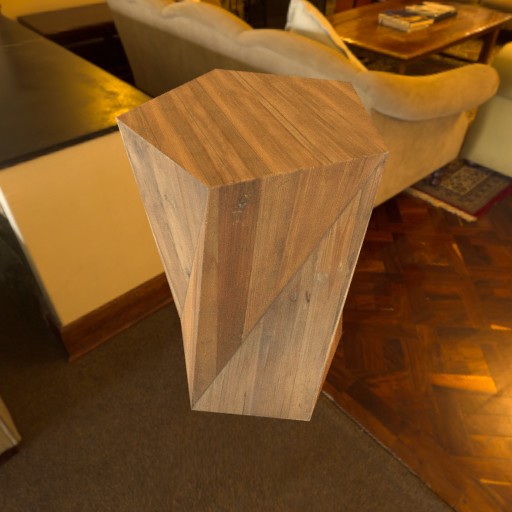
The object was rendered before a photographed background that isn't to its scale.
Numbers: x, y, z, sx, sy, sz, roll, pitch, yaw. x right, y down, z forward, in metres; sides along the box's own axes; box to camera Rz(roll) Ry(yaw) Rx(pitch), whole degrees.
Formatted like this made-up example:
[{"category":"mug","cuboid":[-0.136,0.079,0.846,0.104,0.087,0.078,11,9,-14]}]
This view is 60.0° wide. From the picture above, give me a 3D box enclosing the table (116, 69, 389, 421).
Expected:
[{"category":"table","cuboid":[0.000,0.000,0.904,0.441,0.604,0.425,-1,42,-1]}]
